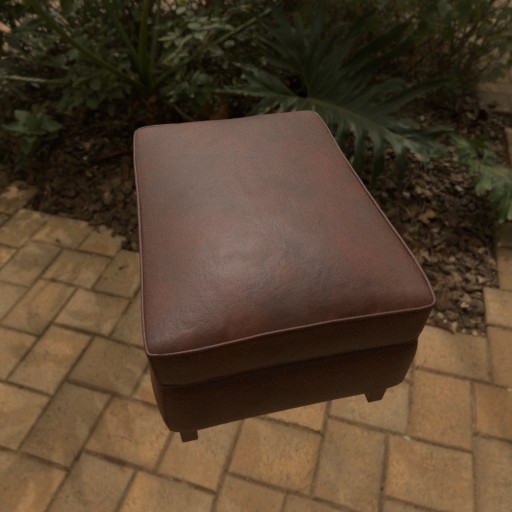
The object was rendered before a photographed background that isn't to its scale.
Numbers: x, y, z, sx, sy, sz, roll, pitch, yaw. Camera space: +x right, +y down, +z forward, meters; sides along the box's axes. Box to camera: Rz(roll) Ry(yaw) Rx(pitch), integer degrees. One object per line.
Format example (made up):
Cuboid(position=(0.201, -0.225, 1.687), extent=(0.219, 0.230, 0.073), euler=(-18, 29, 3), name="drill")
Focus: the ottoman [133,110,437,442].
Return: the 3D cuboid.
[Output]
Cuboid(position=(0.000, 0.000, 0.990), extent=(0.501, 0.432, 0.665), euler=(-9, 46, -9), name="ottoman")
